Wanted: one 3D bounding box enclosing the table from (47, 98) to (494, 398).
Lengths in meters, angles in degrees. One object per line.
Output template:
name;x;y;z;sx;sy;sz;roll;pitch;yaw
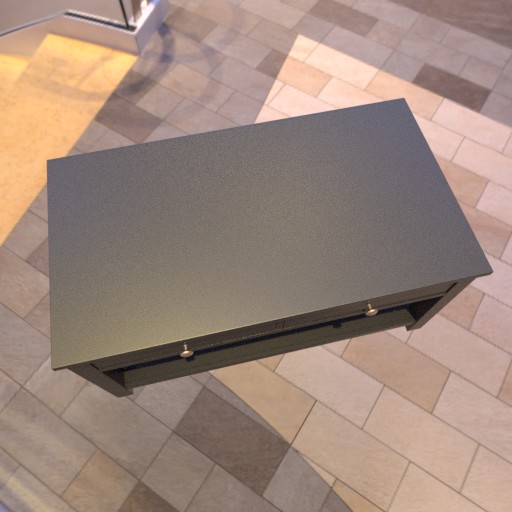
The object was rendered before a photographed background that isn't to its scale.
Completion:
table;0.000;0.000;1.386;1.068;0.493;0.612;-12;64;-6
